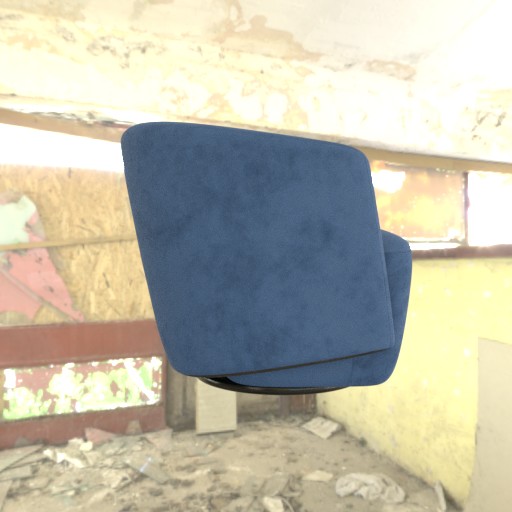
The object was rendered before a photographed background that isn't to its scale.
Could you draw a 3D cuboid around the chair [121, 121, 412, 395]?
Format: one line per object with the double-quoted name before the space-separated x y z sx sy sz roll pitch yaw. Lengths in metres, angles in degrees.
"chair" 0.000 0.000 1.343 0.767 0.698 0.773 0 -1 0
